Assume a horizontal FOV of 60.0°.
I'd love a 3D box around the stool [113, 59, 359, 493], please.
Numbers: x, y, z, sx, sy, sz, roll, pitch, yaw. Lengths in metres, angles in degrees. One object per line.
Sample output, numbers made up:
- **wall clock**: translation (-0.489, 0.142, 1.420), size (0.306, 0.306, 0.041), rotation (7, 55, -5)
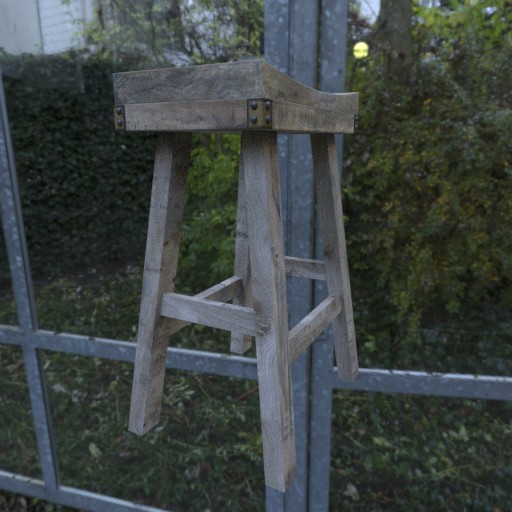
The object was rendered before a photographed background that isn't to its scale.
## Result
- **stool**: translation (0.000, 0.000, 0.873), size (0.330, 0.635, 0.450), rotation (8, 16, 27)
